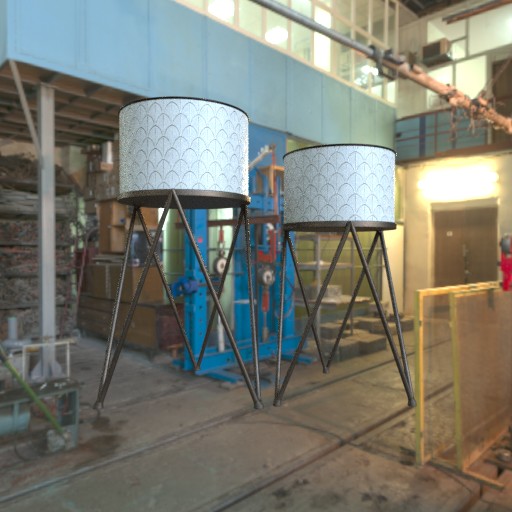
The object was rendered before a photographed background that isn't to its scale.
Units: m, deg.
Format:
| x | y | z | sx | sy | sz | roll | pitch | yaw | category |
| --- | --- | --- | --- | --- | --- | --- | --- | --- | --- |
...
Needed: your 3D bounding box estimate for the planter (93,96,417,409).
| x | y | z | sx | sy | sz | roll | pitch | yaw | category |
| --- | --- | --- | --- | --- | --- | --- | --- | --- | --- |
| 0.000 | 0.000 | 1.175 | 0.769 | 0.712 | 0.413 | 0 | 1 | 0 | planter |
